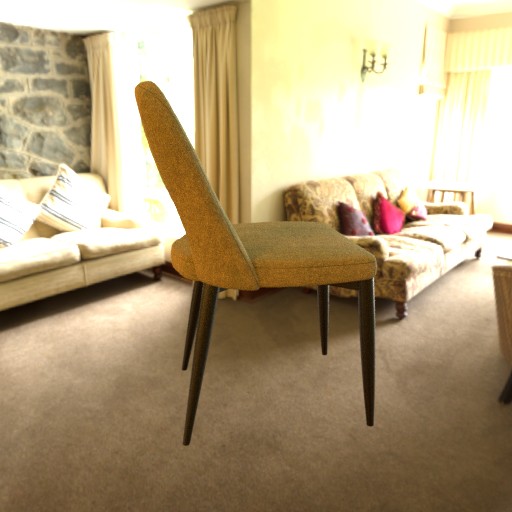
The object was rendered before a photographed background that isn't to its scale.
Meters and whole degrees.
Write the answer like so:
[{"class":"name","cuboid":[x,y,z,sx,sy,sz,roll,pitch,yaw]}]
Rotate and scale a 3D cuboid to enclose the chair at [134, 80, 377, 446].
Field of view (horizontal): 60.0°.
[{"class":"chair","cuboid":[0.000,0.000,1.287,0.612,0.931,0.470,-3,16,-9]}]
